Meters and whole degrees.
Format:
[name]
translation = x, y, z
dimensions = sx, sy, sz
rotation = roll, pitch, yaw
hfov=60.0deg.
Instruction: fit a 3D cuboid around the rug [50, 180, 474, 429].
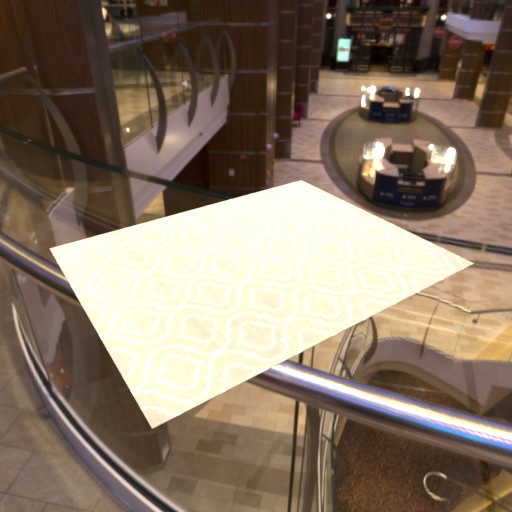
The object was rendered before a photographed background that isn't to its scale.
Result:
[rug]
translation = 0.000, 0.000, 3.842
dimensions = 2.892, 0.006, 2.283
rotation = -20, 36, -29
